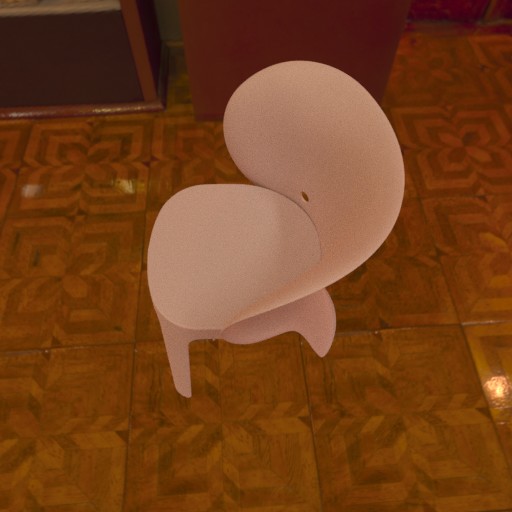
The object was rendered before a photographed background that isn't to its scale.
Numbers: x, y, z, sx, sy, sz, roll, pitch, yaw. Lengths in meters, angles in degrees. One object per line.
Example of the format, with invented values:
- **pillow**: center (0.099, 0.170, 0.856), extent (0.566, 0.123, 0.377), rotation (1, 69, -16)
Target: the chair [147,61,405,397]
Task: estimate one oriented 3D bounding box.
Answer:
- **chair**: center (0.000, 0.000, 0.843), extent (0.402, 0.554, 0.451), rotation (-1, 58, -1)
